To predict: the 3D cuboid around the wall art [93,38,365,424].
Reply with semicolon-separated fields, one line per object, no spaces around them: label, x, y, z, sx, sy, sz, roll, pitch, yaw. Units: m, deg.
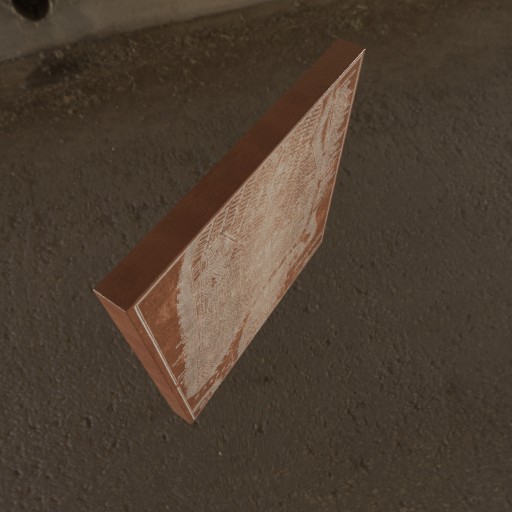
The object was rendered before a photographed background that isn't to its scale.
wall art;0.000;0.000;0.599;0.035;0.403;0.403;30;62;17
